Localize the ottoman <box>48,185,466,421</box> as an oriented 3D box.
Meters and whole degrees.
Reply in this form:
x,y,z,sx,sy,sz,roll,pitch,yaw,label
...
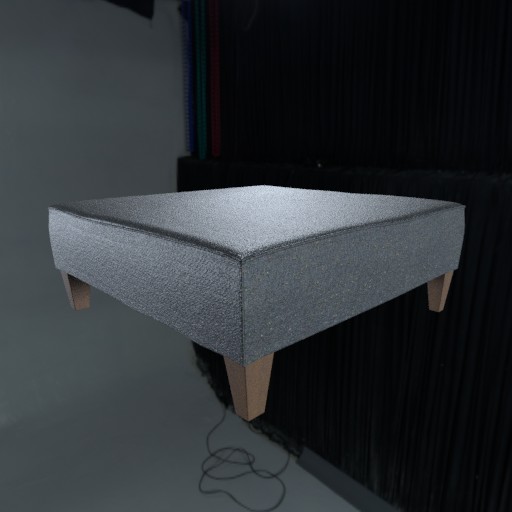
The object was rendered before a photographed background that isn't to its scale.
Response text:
x,y,z,sx,sy,sz,roll,pitch,yaw,label
0.000,0.000,1.495,1.004,0.382,0.968,-13,19,-42,ottoman
